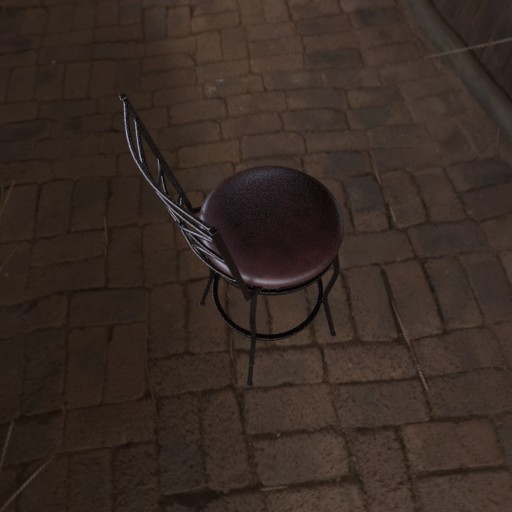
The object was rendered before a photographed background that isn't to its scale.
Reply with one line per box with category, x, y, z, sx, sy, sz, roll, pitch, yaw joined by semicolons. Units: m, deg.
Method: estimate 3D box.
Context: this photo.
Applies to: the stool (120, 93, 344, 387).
stool;0.000;0.000;1.410;0.534;1.117;0.434;-27;62;-16
